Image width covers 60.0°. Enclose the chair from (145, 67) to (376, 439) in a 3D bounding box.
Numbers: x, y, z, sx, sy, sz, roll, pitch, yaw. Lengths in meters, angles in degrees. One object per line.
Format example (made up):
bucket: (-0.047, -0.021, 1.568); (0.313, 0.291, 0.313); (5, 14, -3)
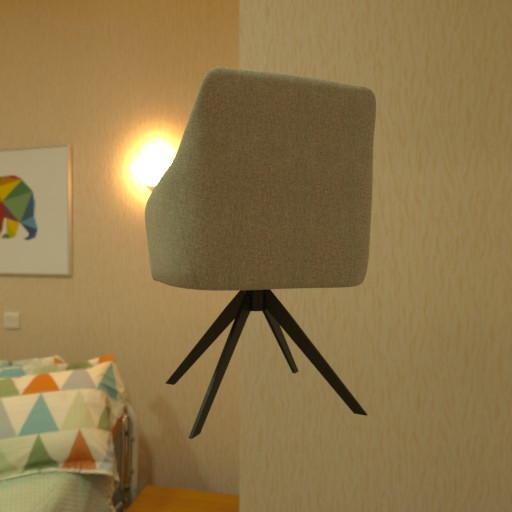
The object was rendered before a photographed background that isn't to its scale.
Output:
chair: (0.000, 0.000, 1.363); (0.642, 0.874, 0.677); (0, 1, -18)
